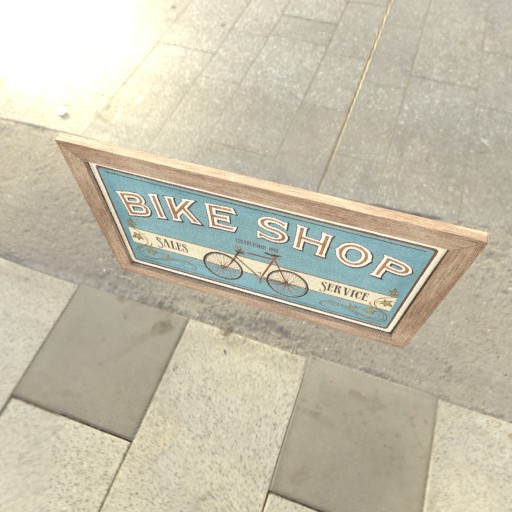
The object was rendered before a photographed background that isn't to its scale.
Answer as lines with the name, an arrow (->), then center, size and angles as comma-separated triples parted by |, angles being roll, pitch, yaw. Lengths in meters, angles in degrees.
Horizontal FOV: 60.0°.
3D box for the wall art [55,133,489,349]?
wall art -> 0.000, 0.000, 0.973 | 0.780, 0.480, 0.021 | 15, 59, 9
